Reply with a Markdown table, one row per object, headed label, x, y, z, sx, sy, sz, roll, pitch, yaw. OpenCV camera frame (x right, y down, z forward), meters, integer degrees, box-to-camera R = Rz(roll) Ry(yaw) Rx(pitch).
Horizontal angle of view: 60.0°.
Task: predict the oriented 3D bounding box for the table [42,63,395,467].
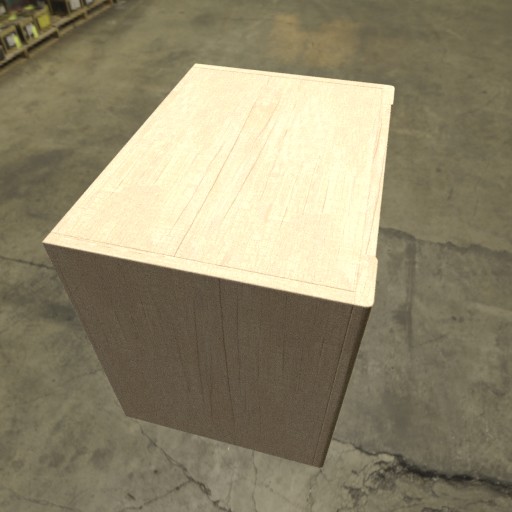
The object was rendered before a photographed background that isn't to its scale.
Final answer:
| label | x | y | z | sx | sy | sz | roll | pitch | yaw |
| --- | --- | --- | --- | --- | --- | --- | --- | --- | --- |
| table | 0.000 | 0.000 | 0.905 | 0.420 | 0.510 | 0.570 | 11 | 47 | 10 |
